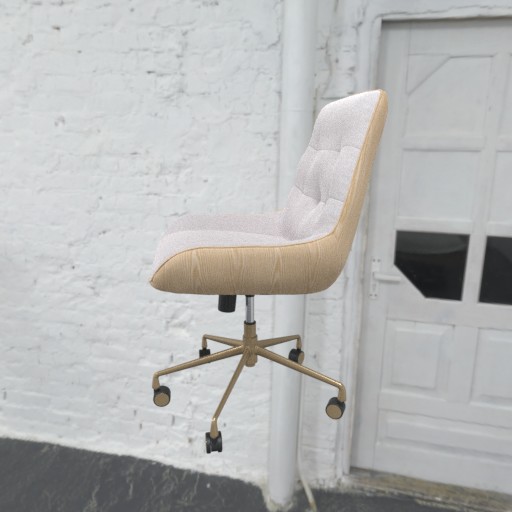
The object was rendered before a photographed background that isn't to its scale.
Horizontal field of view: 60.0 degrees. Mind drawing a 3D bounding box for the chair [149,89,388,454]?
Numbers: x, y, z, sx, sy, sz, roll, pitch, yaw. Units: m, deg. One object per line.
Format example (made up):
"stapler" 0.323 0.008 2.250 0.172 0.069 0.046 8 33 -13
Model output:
"chair" 0.000 0.000 1.357 0.668 0.952 0.564 -2 14 -9
